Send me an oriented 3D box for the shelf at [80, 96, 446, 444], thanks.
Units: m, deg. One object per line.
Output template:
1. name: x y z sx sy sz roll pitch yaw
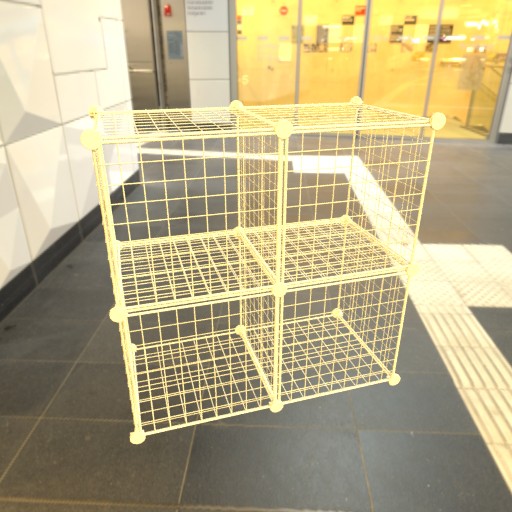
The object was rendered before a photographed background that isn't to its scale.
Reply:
1. shelf: 0.000 0.000 1.121 0.711 0.711 0.356 -7 26 -15
